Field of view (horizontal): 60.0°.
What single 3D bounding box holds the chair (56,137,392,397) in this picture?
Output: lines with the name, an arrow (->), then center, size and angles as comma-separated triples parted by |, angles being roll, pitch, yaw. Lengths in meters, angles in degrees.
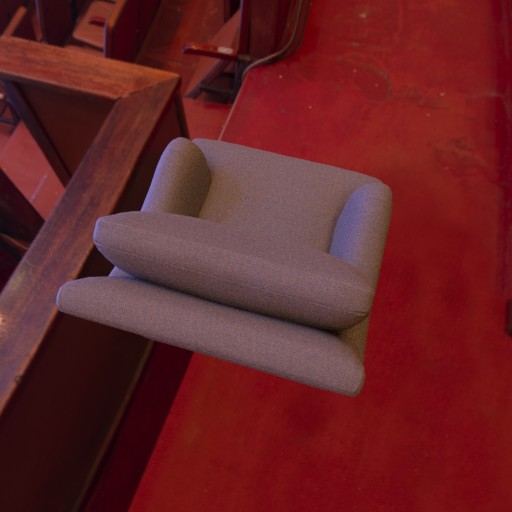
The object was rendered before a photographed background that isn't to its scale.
chair -> 0.000, 0.000, 1.817 | 0.955, 1.038, 1.070 | 15, 64, 7
